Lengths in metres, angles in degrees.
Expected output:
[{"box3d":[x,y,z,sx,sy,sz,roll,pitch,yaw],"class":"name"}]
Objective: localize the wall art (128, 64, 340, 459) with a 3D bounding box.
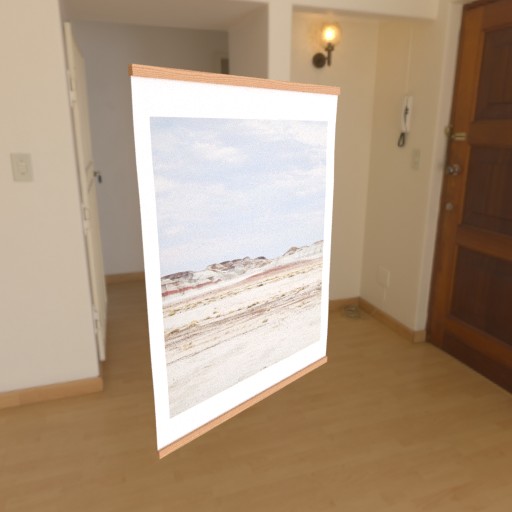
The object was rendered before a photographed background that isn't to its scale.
[{"box3d":[0.000,0.000,0.810,0.458,0.605,0.011,-15,22,-43],"class":"wall art"}]
